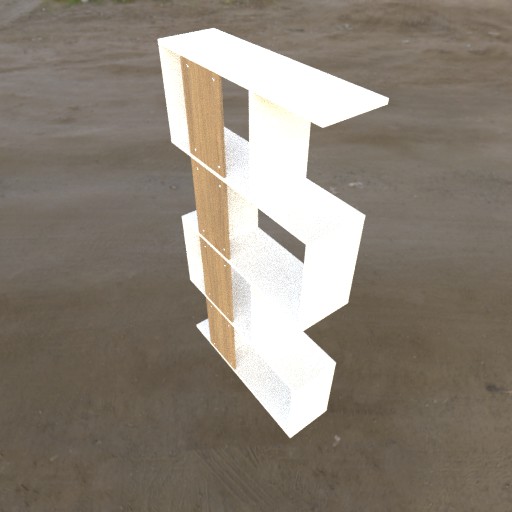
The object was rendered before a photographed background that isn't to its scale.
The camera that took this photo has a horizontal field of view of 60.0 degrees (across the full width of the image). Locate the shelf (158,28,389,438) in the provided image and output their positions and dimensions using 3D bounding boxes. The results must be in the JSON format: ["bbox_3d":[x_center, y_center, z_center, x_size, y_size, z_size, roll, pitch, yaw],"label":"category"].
[{"bbox_3d":[0.000,0.000,1.979,0.250,1.650,0.890,-26,48,-27],"label":"shelf"}]
